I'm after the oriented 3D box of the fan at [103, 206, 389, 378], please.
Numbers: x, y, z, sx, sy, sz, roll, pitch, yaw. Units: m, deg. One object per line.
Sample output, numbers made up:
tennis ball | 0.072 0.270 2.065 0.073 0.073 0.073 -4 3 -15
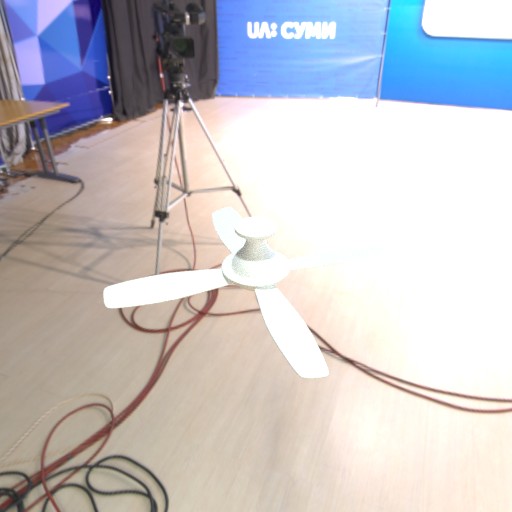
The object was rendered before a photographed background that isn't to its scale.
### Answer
fan | 0.000 0.000 2.512 1.694 0.382 1.693 -10 33 -15
